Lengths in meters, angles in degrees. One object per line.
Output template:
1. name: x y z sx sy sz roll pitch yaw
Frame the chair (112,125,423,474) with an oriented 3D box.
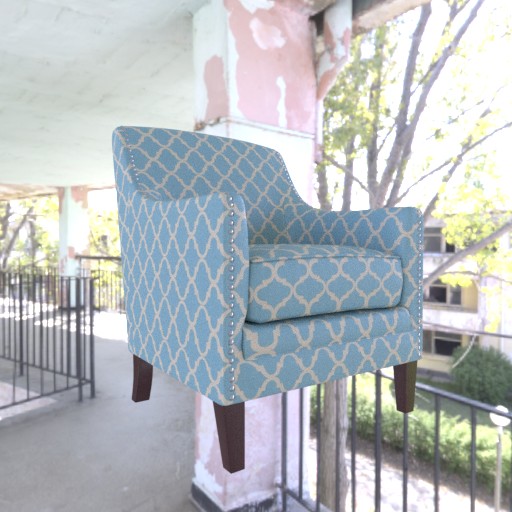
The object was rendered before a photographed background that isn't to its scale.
1. chair: 0.000 0.000 1.267 0.617 0.817 0.686 -1 2 -35
